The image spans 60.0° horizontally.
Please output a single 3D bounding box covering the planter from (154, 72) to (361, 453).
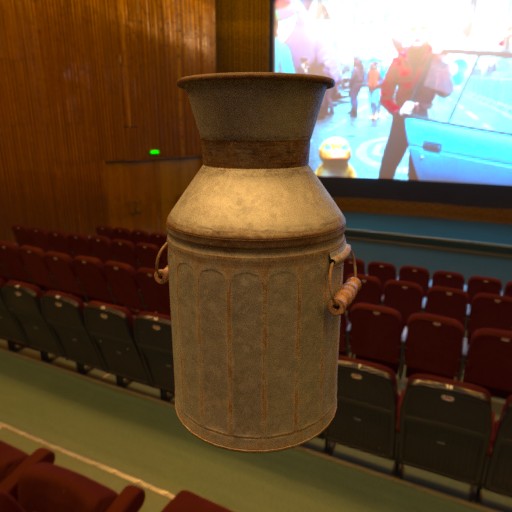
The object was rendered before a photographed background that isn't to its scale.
[{"bbox_3d":[0.000,0.000,0.537,0.245,0.396,0.214,8,18,24],"label":"planter"}]
